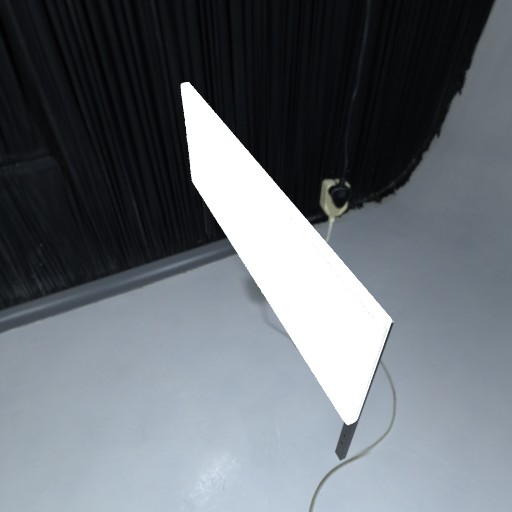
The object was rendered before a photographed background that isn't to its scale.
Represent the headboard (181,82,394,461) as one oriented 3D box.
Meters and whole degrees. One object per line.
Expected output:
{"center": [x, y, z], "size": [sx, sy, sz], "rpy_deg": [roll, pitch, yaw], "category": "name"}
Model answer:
{"center": [0.000, 0.000, 2.907], "size": [0.120, 1.410, 2.362], "rpy_deg": [-18, 47, -18], "category": "headboard"}
